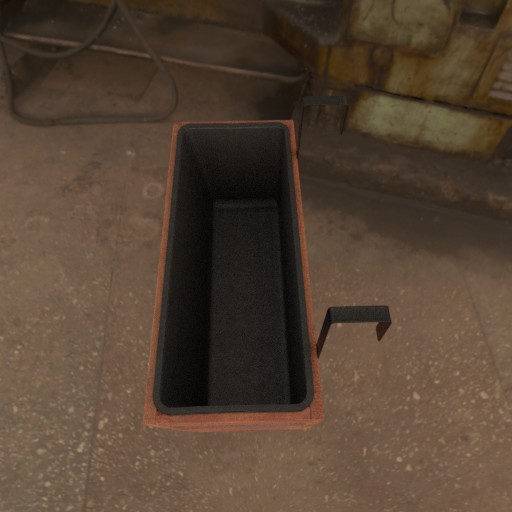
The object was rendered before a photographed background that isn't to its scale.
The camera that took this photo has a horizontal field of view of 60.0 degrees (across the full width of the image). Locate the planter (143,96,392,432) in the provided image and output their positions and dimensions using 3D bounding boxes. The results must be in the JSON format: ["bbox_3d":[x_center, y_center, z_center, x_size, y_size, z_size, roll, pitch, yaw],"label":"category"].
[{"bbox_3d":[0.000,0.000,0.648,0.262,0.289,0.480,-1,58,-1],"label":"planter"}]
